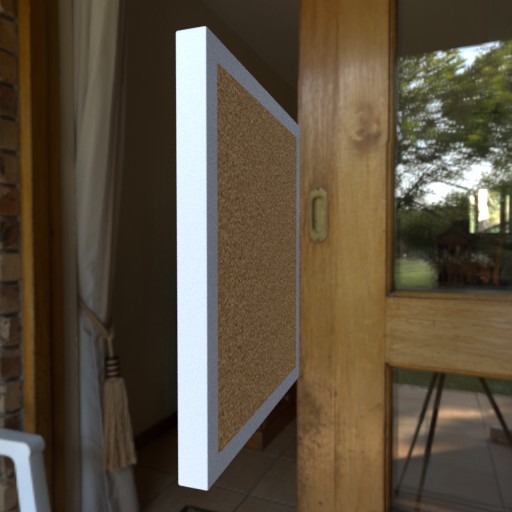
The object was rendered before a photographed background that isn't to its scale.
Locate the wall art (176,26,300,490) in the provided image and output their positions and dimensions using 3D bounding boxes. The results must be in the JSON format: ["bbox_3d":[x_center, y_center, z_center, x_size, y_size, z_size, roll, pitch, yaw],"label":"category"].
[{"bbox_3d":[0.000,0.000,0.523,0.028,0.381,0.331,1,2,19],"label":"wall art"}]
